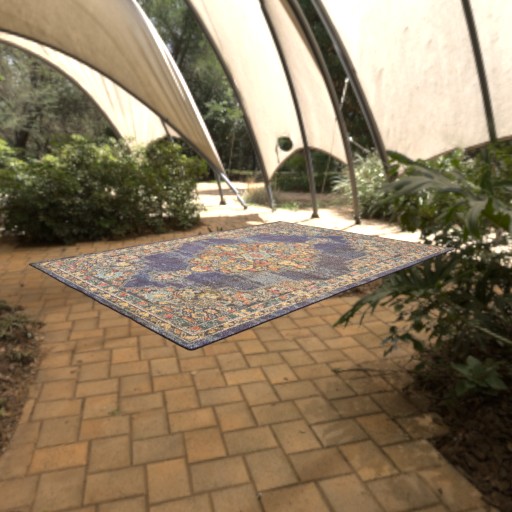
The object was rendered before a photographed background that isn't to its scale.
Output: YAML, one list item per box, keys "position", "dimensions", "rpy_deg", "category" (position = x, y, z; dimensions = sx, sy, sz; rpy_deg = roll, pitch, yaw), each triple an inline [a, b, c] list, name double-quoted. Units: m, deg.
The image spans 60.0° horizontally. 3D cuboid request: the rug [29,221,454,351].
- position: [0.000, 0.000, 2.841]
  dimensions: [2.232, 0.009, 1.630]
  rpy_deg: [-13, 19, -43]
  category: "rug"
